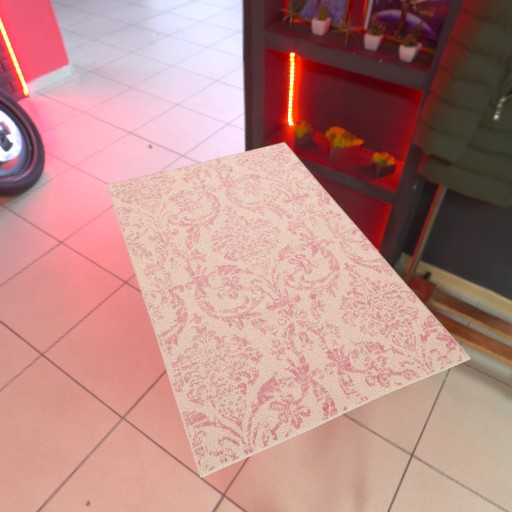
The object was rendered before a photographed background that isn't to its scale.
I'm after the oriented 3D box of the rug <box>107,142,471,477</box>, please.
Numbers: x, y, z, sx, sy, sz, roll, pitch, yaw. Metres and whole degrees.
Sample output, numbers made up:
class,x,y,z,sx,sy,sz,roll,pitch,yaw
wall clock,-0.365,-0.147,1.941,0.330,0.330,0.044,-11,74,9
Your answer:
class,x,y,z,sx,sy,sz,roll,pitch,yaw
rug,0.000,0.000,2.317,1.219,0.012,1.839,-17,49,-16
